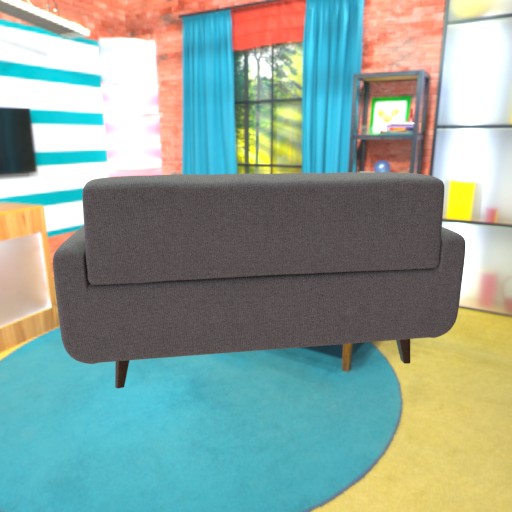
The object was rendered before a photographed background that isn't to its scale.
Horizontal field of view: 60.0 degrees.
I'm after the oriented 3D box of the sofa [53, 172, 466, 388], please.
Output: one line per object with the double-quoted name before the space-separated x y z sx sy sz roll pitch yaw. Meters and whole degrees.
"sofa" 0.000 0.000 2.167 1.631 0.841 0.909 -2 15 -9
